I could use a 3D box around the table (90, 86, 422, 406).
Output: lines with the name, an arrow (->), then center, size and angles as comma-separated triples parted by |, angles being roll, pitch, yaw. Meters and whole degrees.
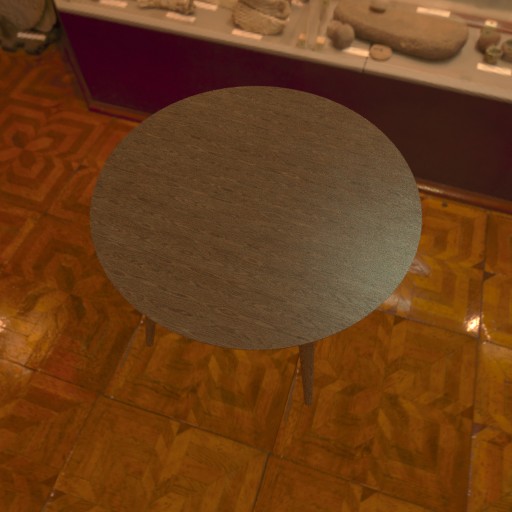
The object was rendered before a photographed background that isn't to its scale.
table -> 0.000, 0.000, 1.767 | 1.053, 0.786, 1.053 | 0, 59, 0
